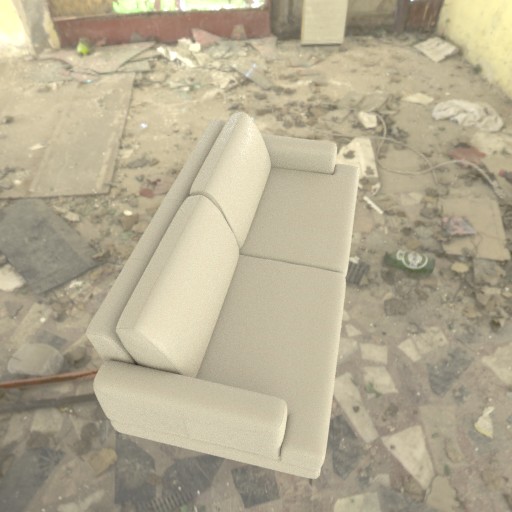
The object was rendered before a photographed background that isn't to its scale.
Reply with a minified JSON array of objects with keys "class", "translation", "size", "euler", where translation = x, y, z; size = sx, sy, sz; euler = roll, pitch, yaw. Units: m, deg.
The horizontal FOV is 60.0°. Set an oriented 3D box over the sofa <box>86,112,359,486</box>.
[{"class":"sofa","translation":[0.000,0.000,2.354],"size":[0.974,0.765,1.940],"euler":[10,47,9]}]
